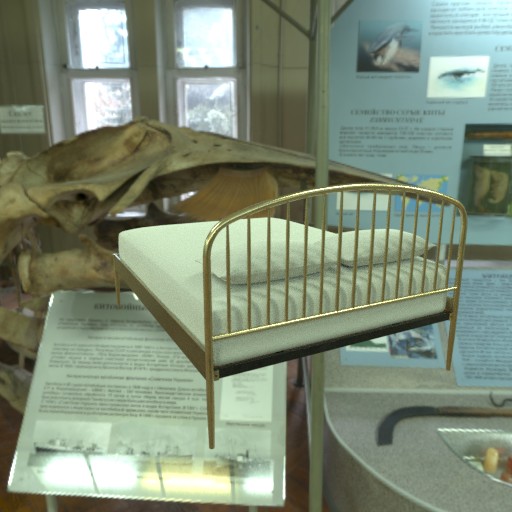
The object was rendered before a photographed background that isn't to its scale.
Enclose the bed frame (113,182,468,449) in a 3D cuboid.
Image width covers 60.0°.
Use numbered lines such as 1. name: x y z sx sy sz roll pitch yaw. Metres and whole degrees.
1. bed frame: 0.000 0.000 3.162 1.612 1.175 2.152 -7 15 -27
